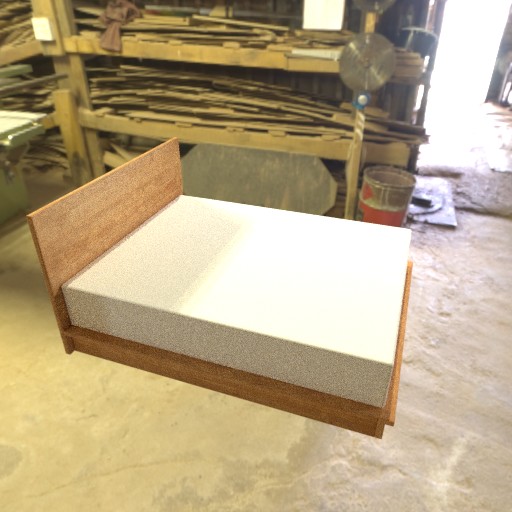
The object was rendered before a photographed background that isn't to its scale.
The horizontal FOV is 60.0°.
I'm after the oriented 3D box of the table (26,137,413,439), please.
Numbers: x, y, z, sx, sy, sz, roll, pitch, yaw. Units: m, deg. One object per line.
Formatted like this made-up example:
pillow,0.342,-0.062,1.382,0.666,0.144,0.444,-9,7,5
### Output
table,0.000,0.000,3.142,2.149,1.041,1.707,10,32,17
